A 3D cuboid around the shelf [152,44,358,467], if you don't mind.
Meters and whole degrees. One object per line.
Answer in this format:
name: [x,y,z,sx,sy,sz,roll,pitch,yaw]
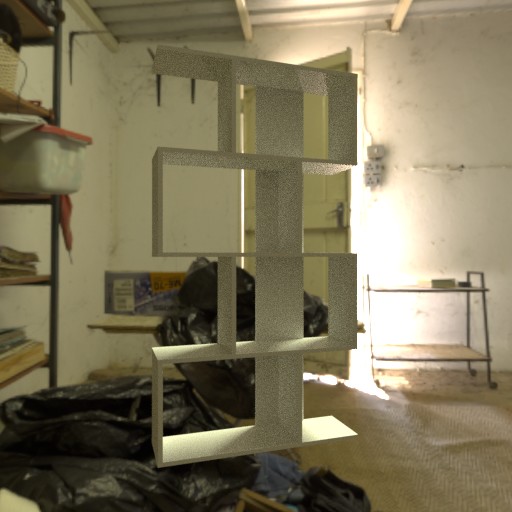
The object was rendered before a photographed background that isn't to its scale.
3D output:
shelf: [0.000,0.000,1.985,0.890,1.650,0.250,0,0,-18]
